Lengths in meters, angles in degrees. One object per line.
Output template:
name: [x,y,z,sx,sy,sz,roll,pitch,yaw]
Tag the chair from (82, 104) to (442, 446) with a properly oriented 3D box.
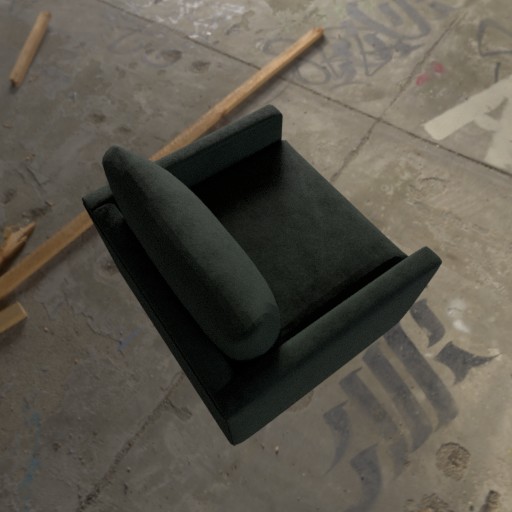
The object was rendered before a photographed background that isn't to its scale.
chair: [0.000,0.000,1.658,0.866,0.861,0.963,-32,64,-18]
